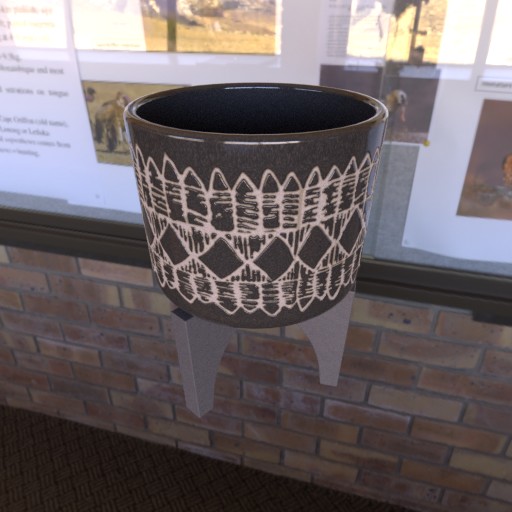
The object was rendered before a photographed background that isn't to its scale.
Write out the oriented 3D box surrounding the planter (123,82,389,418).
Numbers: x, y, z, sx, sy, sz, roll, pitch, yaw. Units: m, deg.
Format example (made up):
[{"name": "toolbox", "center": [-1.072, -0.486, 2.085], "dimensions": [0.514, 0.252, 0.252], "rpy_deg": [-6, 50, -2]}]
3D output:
[{"name": "planter", "center": [0.000, 0.000, 0.266], "dimensions": [0.129, 0.177, 0.129], "rpy_deg": [0, 30, 0]}]
